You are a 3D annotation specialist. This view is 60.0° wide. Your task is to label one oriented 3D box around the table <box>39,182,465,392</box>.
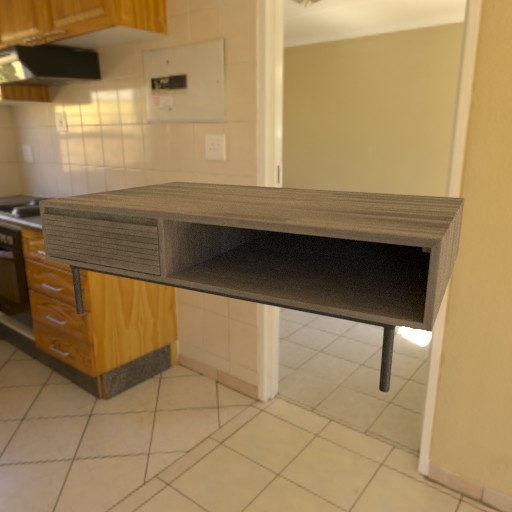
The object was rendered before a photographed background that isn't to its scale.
[{"bbox_3d":[0.000,0.000,1.355,1.088,0.347,0.643,8,17,27],"label":"table"}]
